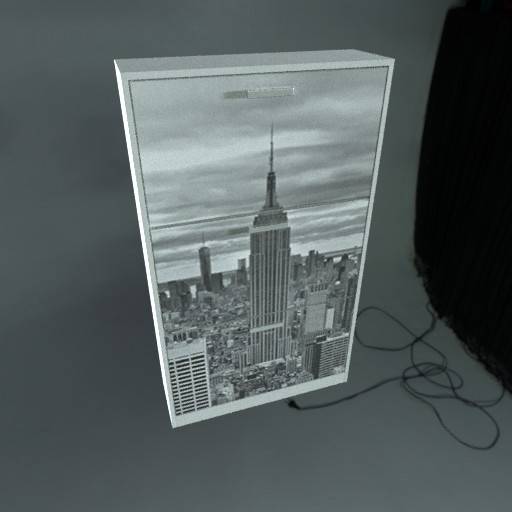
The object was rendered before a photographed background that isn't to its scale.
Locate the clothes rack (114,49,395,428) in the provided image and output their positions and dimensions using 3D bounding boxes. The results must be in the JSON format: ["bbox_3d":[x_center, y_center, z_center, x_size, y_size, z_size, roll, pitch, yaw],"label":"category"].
[{"bbox_3d":[0.000,0.000,1.566,0.750,1.280,0.250,-10,33,-16],"label":"clothes rack"}]
